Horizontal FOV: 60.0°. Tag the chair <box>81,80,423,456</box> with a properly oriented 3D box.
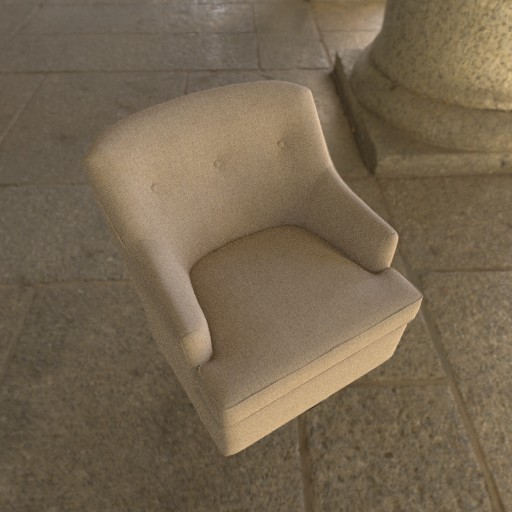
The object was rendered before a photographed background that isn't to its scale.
[{"bbox_3d":[0.000,0.000,1.582,0.864,0.856,0.923,-24,51,-21],"label":"chair"}]
